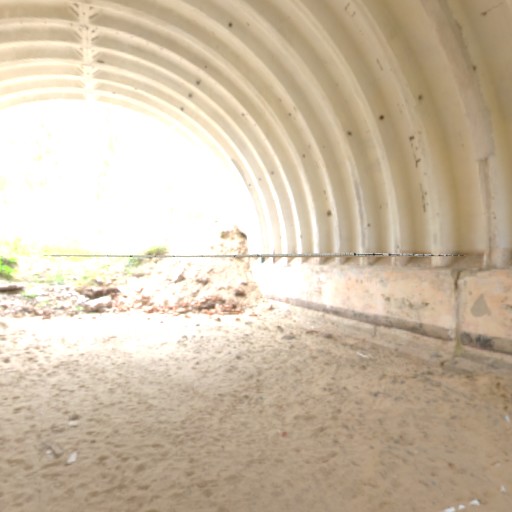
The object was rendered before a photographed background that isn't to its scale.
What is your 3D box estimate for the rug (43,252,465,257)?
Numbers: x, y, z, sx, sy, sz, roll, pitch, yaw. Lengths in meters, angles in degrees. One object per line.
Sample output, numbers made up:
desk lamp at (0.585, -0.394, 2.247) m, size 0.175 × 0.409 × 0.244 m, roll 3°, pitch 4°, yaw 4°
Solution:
rug at (0.000, 0.000, 4.152) m, size 3.221 × 0.026 × 2.342 m, roll 0°, pitch 0°, yaw 35°
